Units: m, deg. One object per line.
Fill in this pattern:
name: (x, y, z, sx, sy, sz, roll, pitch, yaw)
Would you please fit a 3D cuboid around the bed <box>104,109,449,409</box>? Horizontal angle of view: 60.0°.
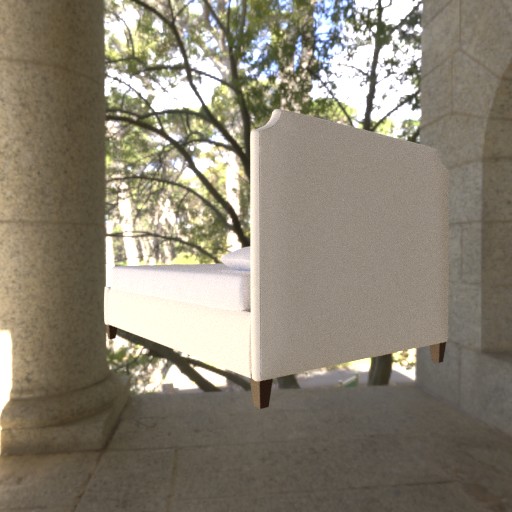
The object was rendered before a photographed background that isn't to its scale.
bed: (0.000, 0.000, 3.561, 1.712, 1.497, 2.372, 0, 0, -37)
